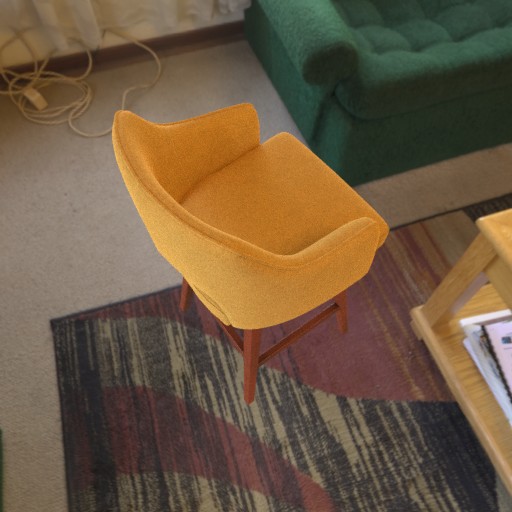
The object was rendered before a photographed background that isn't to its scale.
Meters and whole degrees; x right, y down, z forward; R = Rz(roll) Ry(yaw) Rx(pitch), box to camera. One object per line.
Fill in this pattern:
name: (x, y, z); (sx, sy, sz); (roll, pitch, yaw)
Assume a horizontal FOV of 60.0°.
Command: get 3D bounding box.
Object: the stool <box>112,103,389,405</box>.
stool: (0.000, 0.000, 1.310); (0.558, 1.012, 0.548); (-32, 64, -18)
